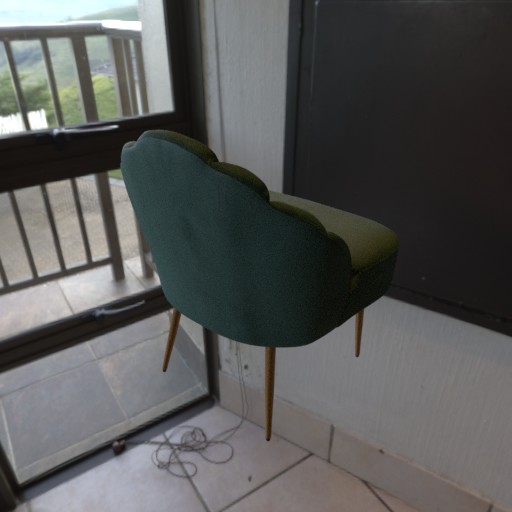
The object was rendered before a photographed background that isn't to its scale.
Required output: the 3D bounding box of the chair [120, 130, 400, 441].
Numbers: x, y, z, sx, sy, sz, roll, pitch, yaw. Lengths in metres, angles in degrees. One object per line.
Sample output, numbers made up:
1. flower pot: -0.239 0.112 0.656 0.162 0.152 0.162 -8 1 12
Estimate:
1. chair: 0.000 0.000 1.262 0.657 0.819 0.599 22 36 32
